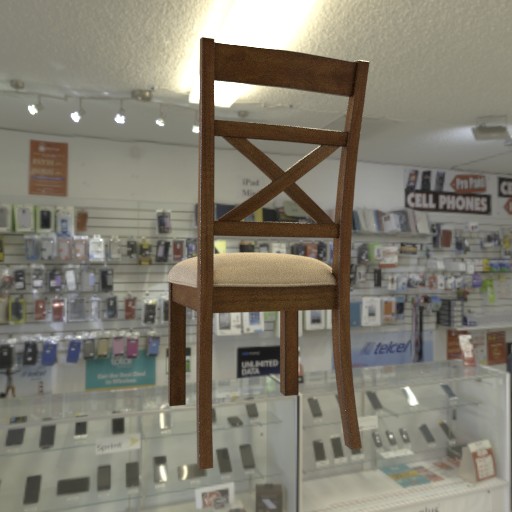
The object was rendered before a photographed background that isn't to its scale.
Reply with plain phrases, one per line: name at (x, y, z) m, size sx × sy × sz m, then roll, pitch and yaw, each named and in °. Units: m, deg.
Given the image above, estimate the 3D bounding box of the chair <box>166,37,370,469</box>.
chair at (0.000, 0.000, 1.268) m, size 0.461 × 0.949 × 0.581 m, roll 0°, pitch -1°, yaw -17°
